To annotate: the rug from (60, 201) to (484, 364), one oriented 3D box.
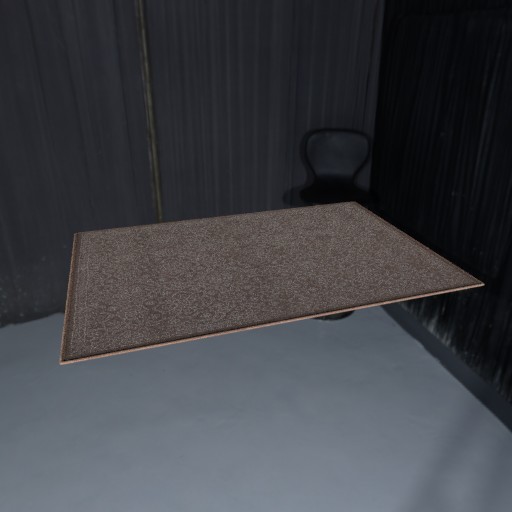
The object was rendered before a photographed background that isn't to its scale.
[{"bbox_3d":[0.000,0.000,2.892,2.286,0.011,1.524,-8,27,-16],"label":"rug"}]
